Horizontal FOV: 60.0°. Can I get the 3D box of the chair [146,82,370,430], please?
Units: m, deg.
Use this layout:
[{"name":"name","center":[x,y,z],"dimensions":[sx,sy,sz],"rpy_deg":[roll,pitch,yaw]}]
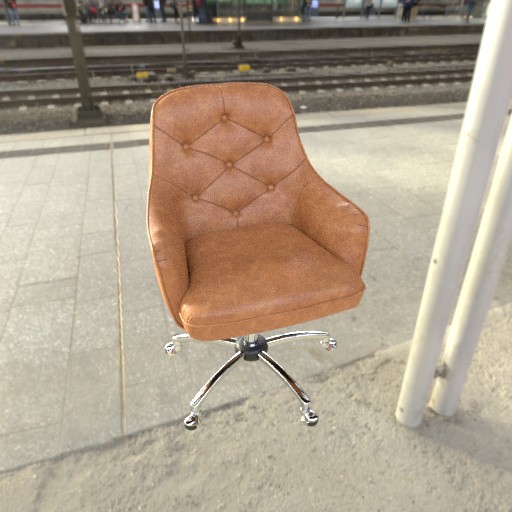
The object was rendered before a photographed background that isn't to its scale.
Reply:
[{"name":"chair","center":[0.000,0.000,1.347],"dimensions":[0.628,0.909,0.615],"rpy_deg":[-10,31,-16]}]
